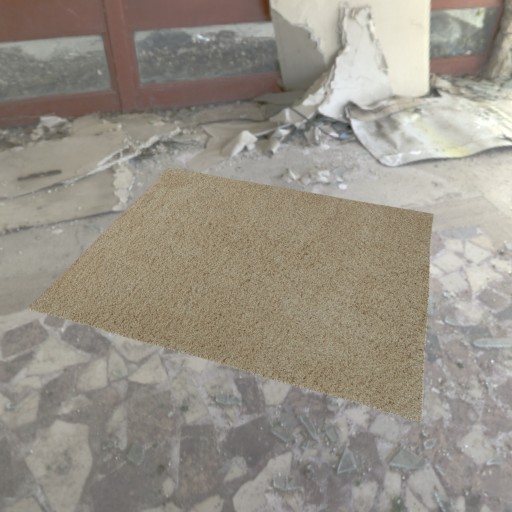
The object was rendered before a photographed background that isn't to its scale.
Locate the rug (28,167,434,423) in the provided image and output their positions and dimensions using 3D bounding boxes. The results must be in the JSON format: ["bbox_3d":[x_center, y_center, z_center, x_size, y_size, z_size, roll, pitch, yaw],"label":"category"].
[{"bbox_3d":[0.000,0.000,4.007,3.000,0.025,2.400,12,42,14],"label":"rug"}]
